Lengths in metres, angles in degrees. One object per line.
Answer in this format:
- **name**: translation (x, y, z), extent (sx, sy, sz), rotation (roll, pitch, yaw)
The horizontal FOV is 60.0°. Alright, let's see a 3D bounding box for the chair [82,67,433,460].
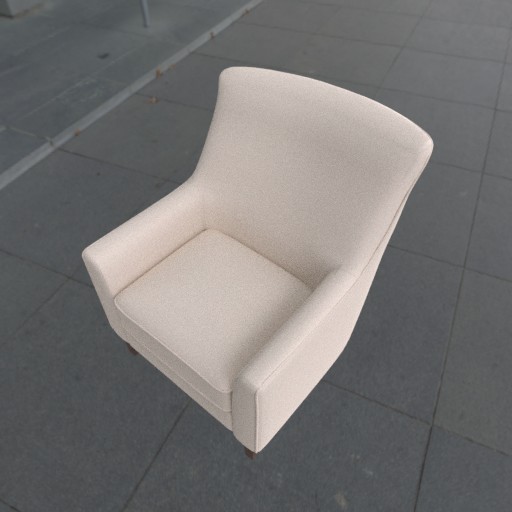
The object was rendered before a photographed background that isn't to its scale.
- **chair**: translation (0.000, 0.000, 1.524), extent (0.756, 0.916, 0.879), rotation (32, 54, 26)
